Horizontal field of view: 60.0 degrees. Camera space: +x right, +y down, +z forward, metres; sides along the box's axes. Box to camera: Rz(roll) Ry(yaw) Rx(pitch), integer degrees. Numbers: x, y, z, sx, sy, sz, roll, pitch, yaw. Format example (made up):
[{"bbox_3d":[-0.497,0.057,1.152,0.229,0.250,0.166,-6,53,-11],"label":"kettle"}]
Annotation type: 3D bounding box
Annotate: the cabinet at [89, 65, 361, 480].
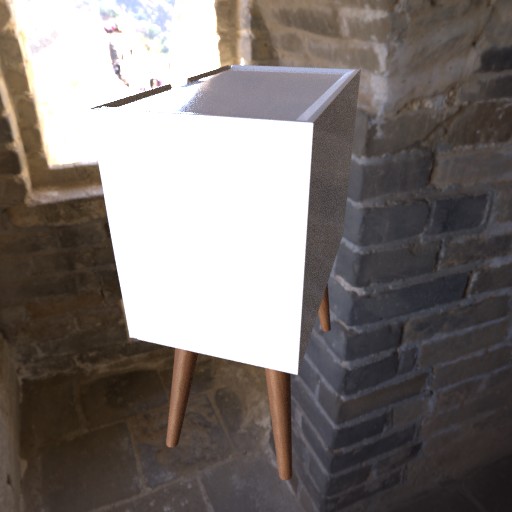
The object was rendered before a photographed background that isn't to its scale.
[{"bbox_3d":[0.000,0.000,1.055,0.344,0.772,0.591,9,31,15],"label":"cabinet"}]
